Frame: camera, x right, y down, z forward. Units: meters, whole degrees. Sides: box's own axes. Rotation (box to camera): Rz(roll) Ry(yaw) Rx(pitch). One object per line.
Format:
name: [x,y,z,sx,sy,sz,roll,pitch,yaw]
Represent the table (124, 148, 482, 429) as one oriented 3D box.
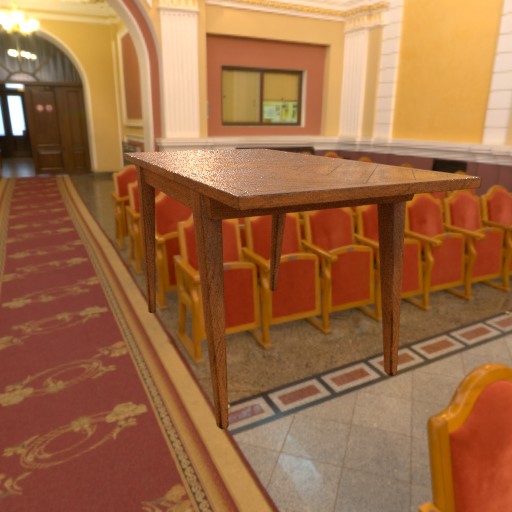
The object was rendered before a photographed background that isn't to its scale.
table: [0.000,0.000,1.823,0.757,0.760,1.400,-8,19,-24]
